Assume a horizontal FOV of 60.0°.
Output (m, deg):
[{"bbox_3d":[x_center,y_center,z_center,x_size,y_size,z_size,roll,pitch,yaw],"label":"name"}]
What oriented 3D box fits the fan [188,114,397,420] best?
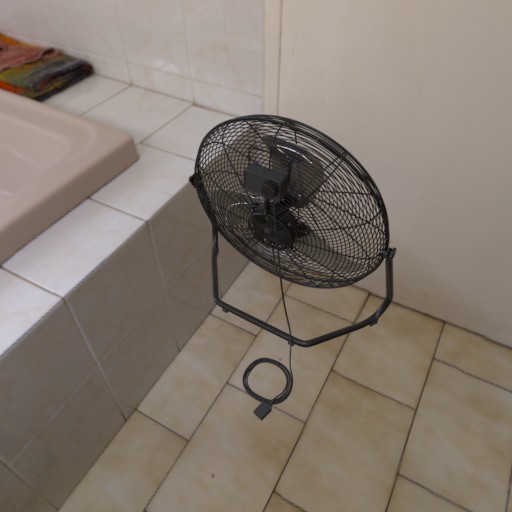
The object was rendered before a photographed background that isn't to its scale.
[{"bbox_3d":[0.000,0.000,0.958,0.555,0.546,0.424,24,50,21],"label":"fan"}]
